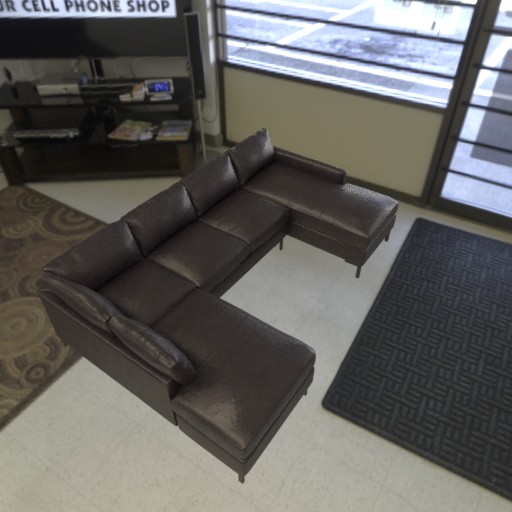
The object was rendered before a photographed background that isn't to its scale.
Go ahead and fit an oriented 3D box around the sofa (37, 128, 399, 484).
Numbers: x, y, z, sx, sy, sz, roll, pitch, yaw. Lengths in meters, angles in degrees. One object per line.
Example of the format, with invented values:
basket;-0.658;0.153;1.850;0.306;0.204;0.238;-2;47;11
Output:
sofa;0.000;0.000;3.859;1.939;0.900;2.956;25;47;26
